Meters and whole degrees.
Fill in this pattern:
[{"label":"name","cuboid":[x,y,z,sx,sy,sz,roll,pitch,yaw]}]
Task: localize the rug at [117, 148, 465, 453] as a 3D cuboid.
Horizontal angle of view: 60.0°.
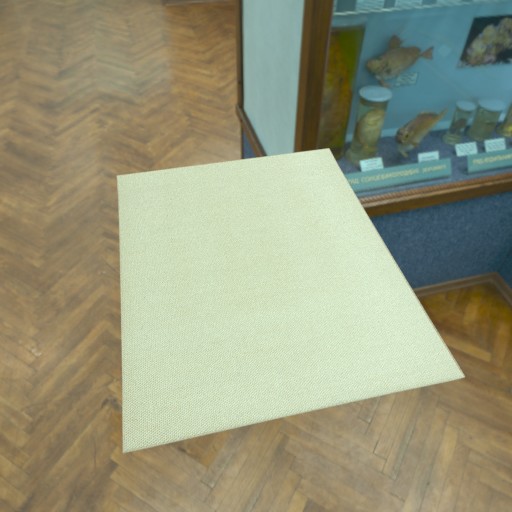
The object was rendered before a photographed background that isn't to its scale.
[{"label":"rug","cuboid":[0.000,0.000,4.051,2.462,0.018,3.039,-9,47,-9]}]
